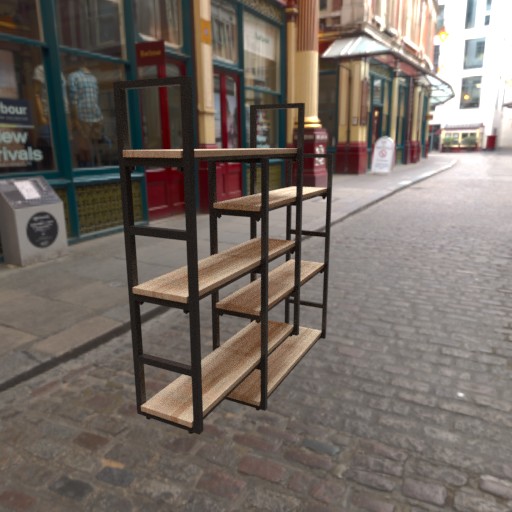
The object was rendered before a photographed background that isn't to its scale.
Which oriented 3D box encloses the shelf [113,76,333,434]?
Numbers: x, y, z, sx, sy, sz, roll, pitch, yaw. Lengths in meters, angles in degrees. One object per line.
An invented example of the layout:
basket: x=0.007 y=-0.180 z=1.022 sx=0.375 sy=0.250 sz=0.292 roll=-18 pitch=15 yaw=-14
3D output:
shelf: x=0.000 y=0.000 z=1.382 sx=0.183 sy=0.921 sz=0.946 roll=7 pitch=16 yaw=26
